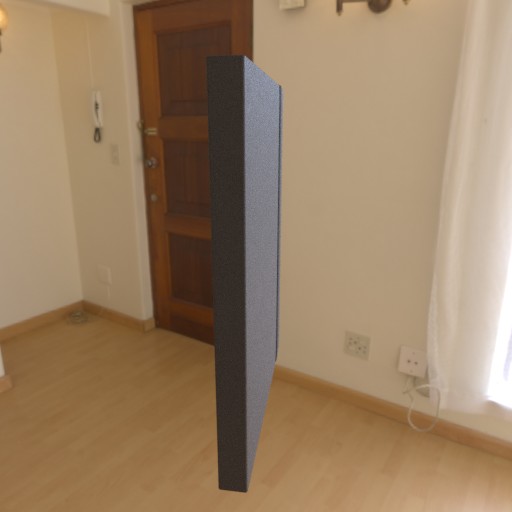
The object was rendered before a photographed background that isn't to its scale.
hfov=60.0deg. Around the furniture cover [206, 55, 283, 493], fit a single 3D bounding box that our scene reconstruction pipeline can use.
[{"bbox_3d":[0.000,0.000,0.372,0.023,0.281,0.216,2,17,8],"label":"furniture cover"}]
